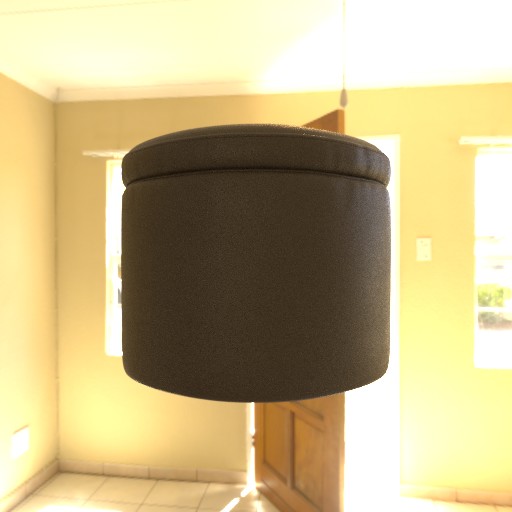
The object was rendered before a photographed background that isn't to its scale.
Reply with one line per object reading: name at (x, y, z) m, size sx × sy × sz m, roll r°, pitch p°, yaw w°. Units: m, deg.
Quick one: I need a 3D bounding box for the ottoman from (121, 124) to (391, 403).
ottoman at (0.000, 0.000, 0.857) m, size 0.500 × 0.409 × 0.500 m, roll 0°, pitch 0°, yaw 0°
